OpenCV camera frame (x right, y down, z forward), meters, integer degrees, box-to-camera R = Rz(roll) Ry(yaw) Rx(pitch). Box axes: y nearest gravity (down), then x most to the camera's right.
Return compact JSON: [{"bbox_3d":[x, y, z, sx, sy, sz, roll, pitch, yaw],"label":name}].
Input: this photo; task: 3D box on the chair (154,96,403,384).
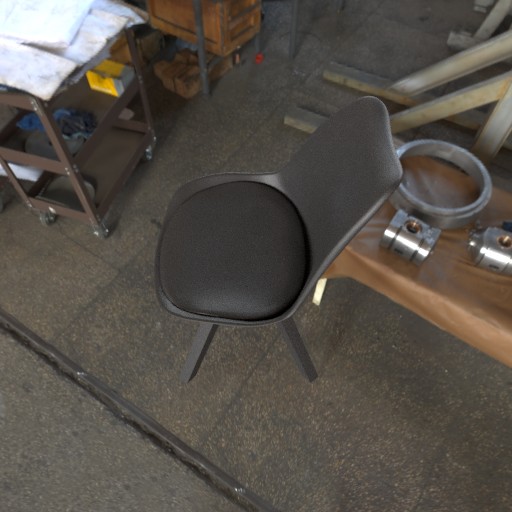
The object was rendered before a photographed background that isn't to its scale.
[{"bbox_3d":[0.000,0.000,1.220,0.550,0.850,0.485,0,57,0],"label":"chair"}]
